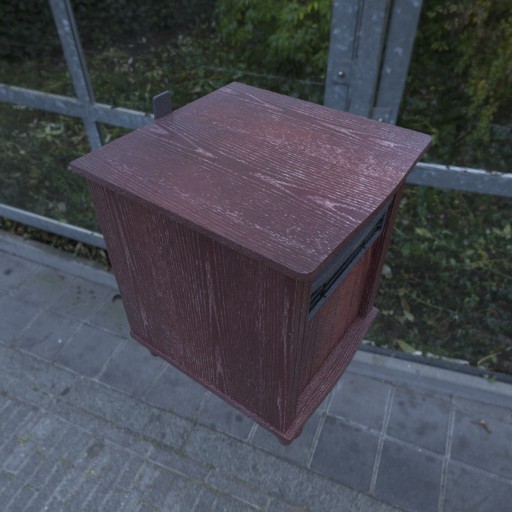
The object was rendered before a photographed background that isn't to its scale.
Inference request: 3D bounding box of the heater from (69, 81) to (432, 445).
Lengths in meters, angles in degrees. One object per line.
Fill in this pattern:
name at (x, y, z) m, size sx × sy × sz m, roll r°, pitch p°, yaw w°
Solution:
heater at (0.000, 0.000, 0.763) m, size 0.400 × 0.481 × 0.362 m, roll 26°, pitch 48°, yaw 26°
